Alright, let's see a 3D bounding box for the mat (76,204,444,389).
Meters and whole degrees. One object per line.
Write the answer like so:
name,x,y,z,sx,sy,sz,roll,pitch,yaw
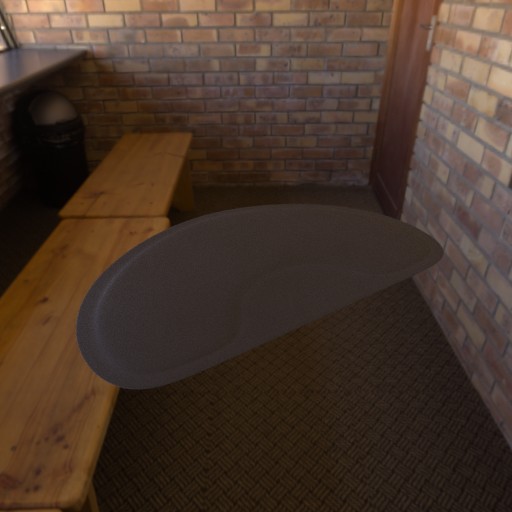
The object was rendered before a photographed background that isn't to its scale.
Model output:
mat,0.000,0.000,1.847,1.524,0.013,0.913,-19,36,-28
